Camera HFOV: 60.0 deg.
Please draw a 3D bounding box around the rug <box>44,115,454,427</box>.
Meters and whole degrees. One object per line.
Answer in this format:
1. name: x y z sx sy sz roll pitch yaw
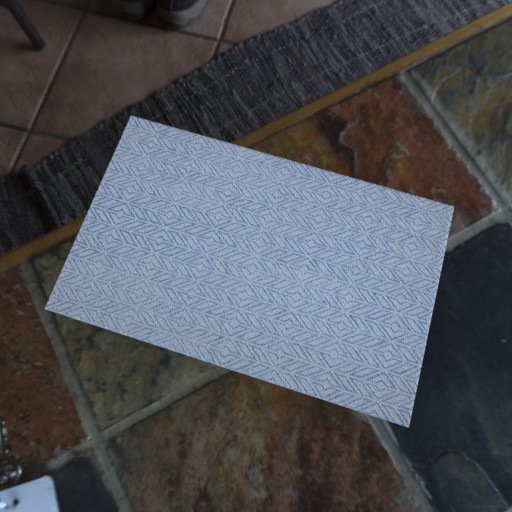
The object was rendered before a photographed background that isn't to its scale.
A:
1. rug: 0.000 0.000 3.019 2.441 0.008 1.526 17 75 5
